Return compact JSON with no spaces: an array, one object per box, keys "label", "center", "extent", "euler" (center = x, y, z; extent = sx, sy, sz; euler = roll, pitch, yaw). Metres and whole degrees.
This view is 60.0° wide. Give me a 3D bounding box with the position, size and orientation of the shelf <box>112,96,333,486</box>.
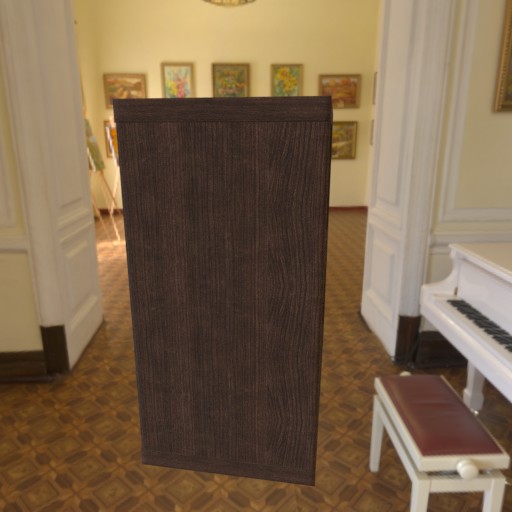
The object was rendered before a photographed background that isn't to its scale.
[{"label":"shelf","center":[0.000,0.000,1.248],"extent":[0.390,0.786,0.790],"euler":[3,16,9]}]
